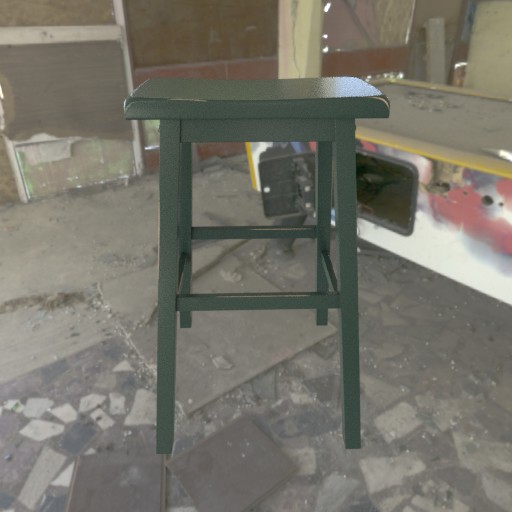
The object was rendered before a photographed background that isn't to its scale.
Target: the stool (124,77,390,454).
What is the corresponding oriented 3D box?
[{"bbox_3d":[0.000,0.000,1.016,0.457,0.737,0.476,-1,29,-1],"label":"stool"}]
